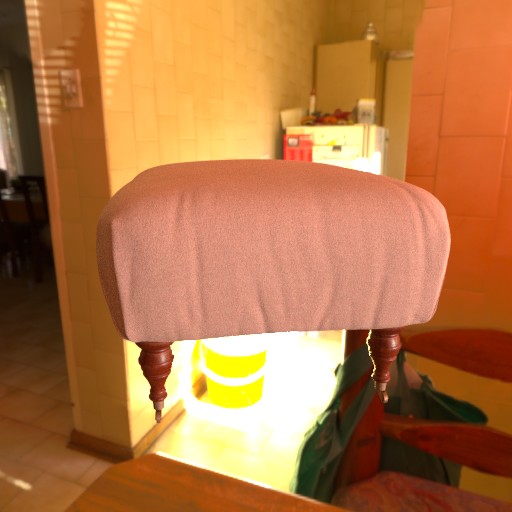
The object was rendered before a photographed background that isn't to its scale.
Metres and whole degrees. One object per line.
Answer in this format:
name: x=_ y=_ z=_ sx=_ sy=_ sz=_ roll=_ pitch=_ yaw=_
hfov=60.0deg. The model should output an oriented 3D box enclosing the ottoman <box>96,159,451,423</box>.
ottoman: x=0.000 y=0.000 z=1.078 sx=0.622 sy=0.450 sz=0.746 roll=-2 pitch=15 yaw=-8
